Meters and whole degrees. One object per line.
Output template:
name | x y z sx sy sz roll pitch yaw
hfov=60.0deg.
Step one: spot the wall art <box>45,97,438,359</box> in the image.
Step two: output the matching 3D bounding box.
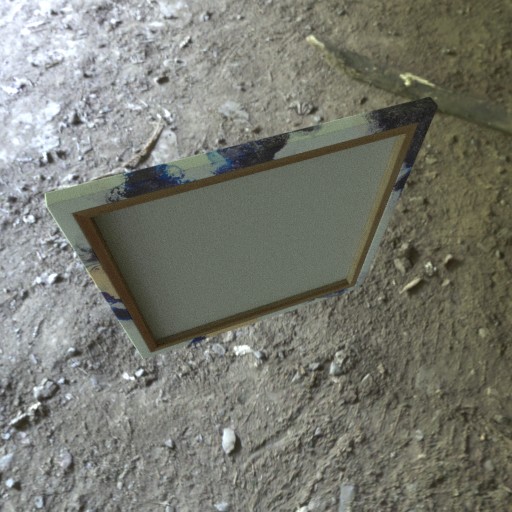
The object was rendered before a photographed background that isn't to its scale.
wall art | 0.000 0.000 1.330 0.887 0.885 0.038 -17 59 -10
